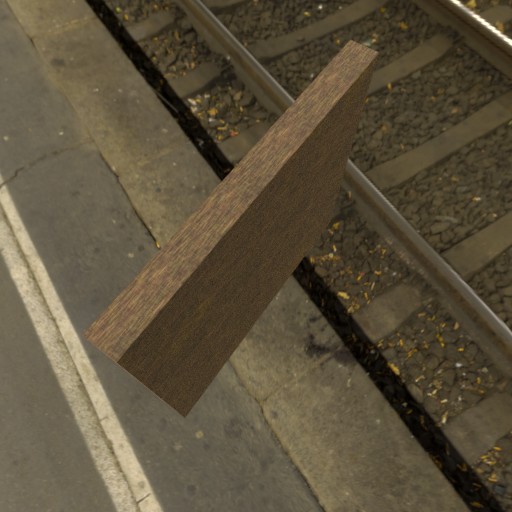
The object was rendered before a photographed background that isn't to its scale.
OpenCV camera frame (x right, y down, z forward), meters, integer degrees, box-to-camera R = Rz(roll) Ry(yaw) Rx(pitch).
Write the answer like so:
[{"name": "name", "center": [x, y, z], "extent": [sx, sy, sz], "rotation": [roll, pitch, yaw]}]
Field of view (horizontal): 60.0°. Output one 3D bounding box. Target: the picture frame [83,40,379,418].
[{"name": "picture frame", "center": [0.000, 0.000, 0.526], "extent": [0.033, 0.330, 0.378], "rotation": [32, 68, 15]}]
